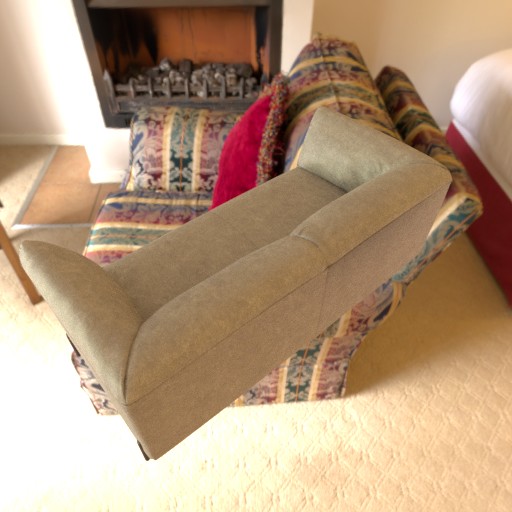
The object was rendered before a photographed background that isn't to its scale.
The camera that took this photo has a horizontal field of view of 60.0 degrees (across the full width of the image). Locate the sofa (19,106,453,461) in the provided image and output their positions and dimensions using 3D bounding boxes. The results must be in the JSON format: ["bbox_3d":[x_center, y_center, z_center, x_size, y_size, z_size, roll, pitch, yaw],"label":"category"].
[{"bbox_3d":[0.000,0.000,2.238,1.878,0.747,0.905,-32,54,-27],"label":"sofa"}]
